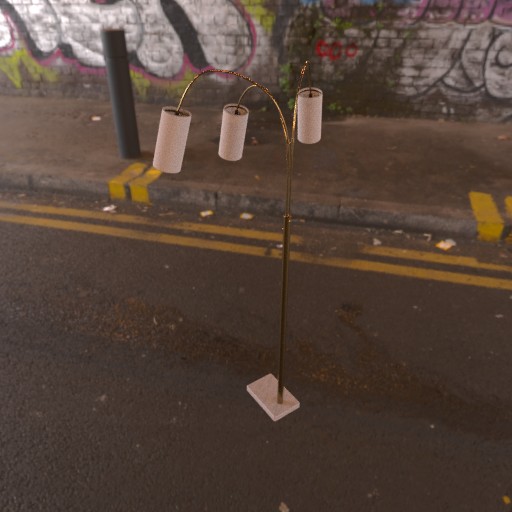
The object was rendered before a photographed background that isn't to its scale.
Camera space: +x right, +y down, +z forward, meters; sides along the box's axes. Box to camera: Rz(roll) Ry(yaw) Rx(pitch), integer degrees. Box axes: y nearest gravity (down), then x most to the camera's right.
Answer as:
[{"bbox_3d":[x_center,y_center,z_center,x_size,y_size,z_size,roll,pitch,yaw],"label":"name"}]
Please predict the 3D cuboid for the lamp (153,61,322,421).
[{"bbox_3d":[0.000,0.000,2.561,1.020,2.055,0.667,-19,36,-29],"label":"lamp"}]
